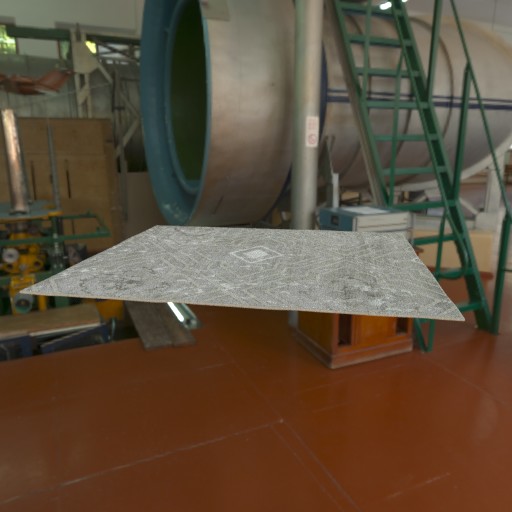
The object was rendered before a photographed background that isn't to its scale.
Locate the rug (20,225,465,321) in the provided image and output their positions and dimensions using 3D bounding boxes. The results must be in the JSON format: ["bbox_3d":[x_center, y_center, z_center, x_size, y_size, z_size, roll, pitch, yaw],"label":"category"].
[{"bbox_3d":[0.000,0.000,0.882,0.639,0.006,0.548,2,15,9],"label":"rug"}]
